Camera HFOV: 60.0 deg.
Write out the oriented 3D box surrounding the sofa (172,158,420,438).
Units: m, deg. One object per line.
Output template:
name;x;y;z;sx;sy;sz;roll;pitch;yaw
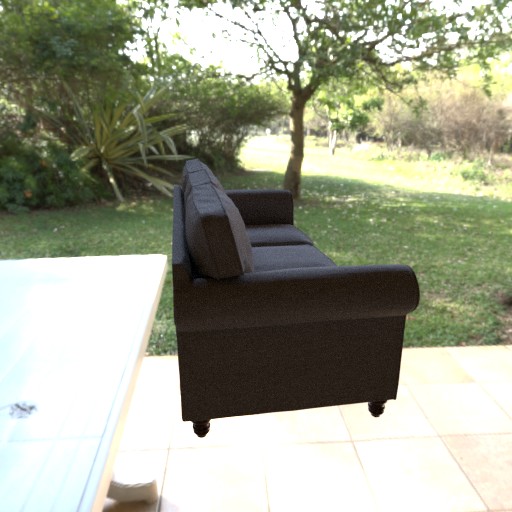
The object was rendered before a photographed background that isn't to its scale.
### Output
sofa;0.000;0.000;2.563;0.916;0.961;2.084;-3;18;-9
